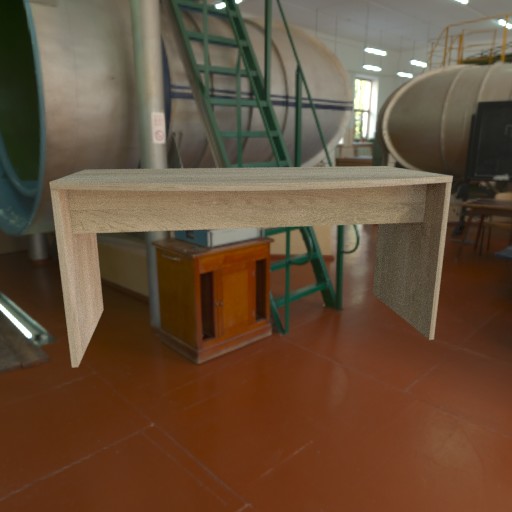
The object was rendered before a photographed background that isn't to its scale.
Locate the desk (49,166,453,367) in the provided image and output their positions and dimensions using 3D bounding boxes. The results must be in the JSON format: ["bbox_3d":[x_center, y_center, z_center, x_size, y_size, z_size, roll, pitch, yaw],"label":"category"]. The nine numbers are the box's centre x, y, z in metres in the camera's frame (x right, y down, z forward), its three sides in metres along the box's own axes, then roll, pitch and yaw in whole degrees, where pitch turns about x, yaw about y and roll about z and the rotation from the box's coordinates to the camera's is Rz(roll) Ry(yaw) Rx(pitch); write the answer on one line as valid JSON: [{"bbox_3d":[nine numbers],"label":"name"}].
[{"bbox_3d":[0.000,0.000,2.058,1.600,0.752,0.802,-2,15,-9],"label":"desk"}]
